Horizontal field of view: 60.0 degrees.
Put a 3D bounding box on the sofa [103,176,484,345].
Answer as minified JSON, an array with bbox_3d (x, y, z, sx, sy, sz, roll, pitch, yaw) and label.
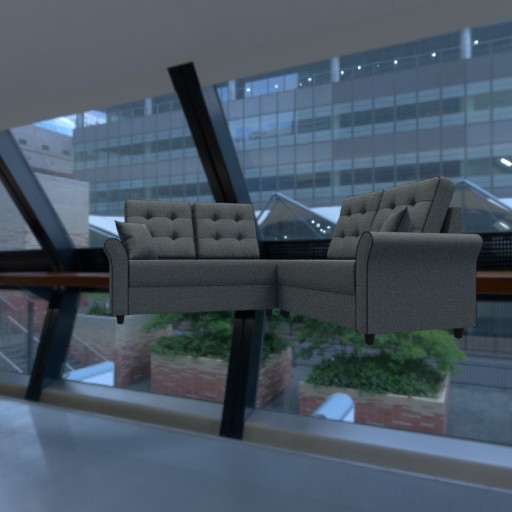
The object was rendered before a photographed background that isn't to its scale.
[{"bbox_3d":[0.000,0.000,3.198,2.068,0.988,2.070,0,0,-19],"label":"sofa"}]
